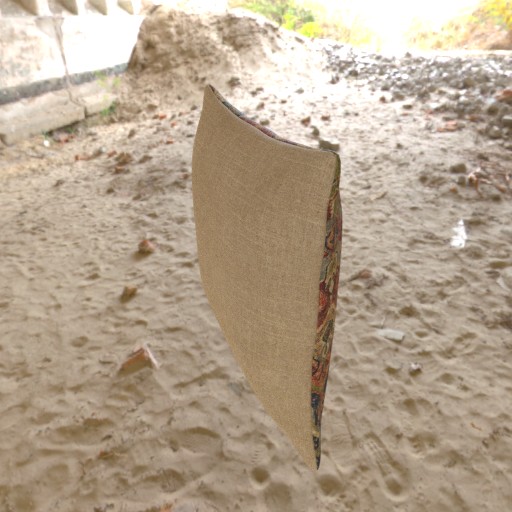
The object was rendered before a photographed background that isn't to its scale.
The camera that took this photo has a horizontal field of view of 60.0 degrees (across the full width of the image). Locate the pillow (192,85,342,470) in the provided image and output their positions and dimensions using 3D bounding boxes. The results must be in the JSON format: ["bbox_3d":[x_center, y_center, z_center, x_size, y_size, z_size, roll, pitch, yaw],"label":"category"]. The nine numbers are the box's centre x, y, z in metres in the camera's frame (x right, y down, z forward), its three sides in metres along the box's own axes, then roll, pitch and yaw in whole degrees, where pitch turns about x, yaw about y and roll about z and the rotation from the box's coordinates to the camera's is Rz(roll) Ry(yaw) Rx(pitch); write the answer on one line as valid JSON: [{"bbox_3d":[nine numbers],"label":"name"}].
[{"bbox_3d":[0.000,0.000,0.785,0.166,0.506,0.523,-10,31,-18],"label":"pillow"}]
